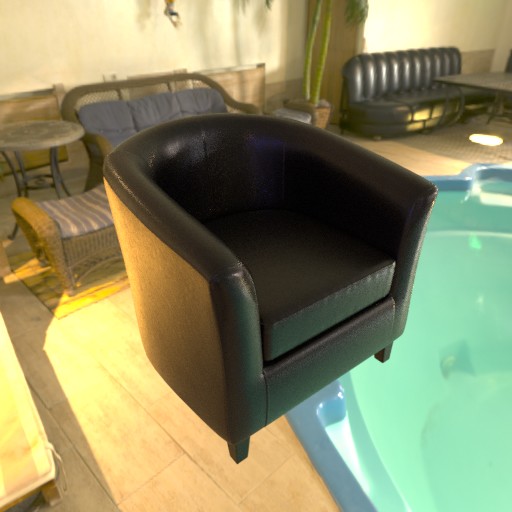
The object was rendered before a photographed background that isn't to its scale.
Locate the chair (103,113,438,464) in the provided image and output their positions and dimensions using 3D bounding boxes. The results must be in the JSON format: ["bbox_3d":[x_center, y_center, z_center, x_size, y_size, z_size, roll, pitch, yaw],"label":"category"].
[{"bbox_3d":[0.000,0.000,1.400,0.793,0.756,0.727,-21,36,-33],"label":"chair"}]
